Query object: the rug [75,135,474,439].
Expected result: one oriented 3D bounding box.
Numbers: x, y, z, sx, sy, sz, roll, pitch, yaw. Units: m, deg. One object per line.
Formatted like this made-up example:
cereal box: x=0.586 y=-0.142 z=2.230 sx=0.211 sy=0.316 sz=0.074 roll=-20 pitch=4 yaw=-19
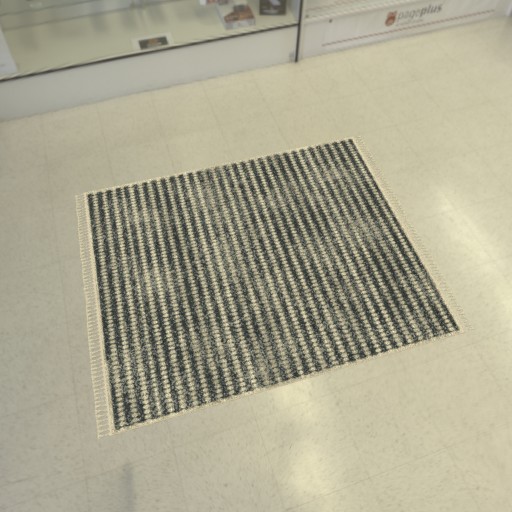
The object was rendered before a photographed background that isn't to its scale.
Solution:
rug: x=0.000 y=0.000 z=3.824 sx=2.910 sy=0.013 sz=2.256 roll=-14 pitch=59 yaw=-8
